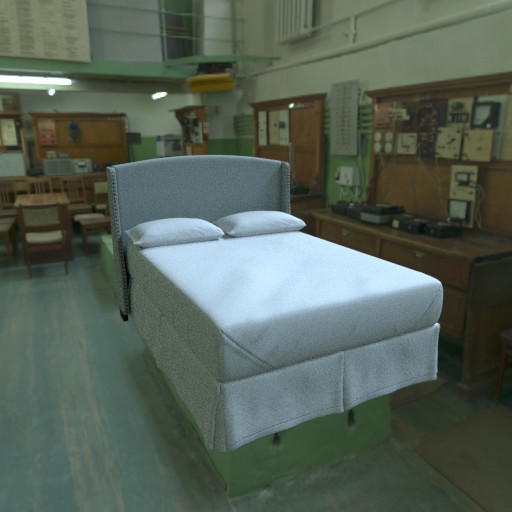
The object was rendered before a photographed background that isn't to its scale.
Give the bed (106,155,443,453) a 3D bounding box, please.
[{"bbox_3d":[0.000,0.000,3.346,1.710,1.407,2.237,-8,17,-27],"label":"bed"}]
